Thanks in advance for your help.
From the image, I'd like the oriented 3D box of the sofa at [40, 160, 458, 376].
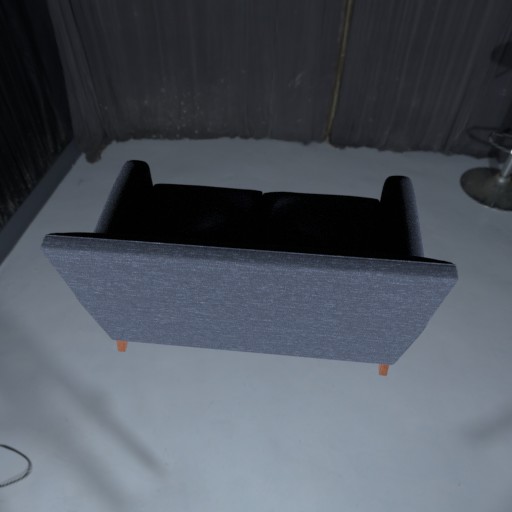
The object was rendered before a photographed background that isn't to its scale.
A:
[{"bbox_3d":[0.000,0.000,2.002,1.420,0.846,0.875,4,45,4],"label":"sofa"}]
